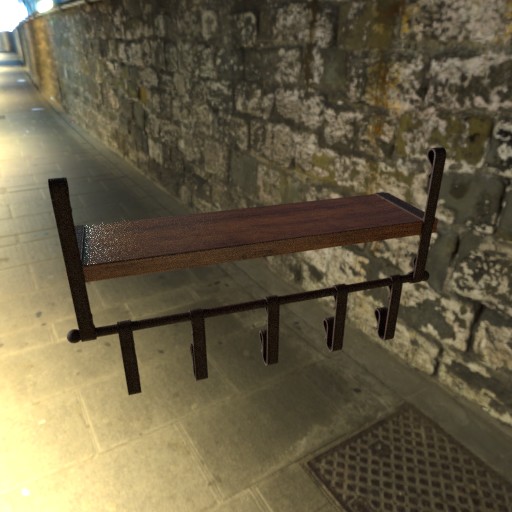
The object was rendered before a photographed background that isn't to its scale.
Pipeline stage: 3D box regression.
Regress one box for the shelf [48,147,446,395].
[{"bbox_3d":[0.000,0.000,0.697,0.567,0.330,0.146,-8,27,-16],"label":"shelf"}]
